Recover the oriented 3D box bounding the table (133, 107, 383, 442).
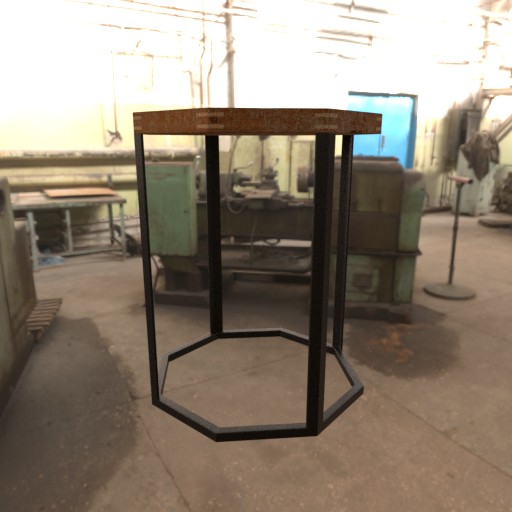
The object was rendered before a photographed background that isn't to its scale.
[{"bbox_3d":[0.000,0.000,0.899,0.458,0.543,0.458,-8,16,-27],"label":"table"}]
